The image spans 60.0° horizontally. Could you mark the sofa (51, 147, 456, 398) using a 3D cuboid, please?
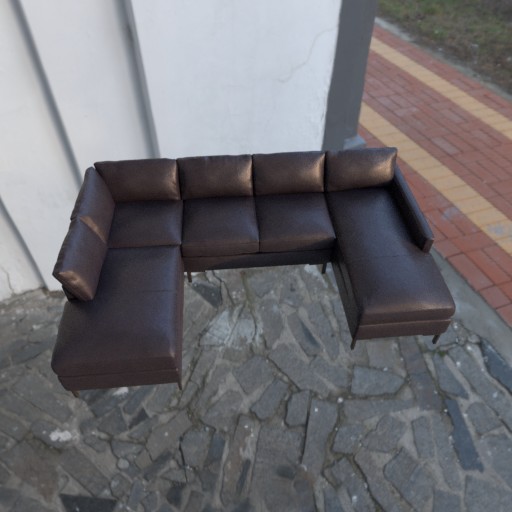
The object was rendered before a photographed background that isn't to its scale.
[{"bbox_3d":[0.000,0.000,3.746,2.956,0.900,1.939,-4,47,-3],"label":"sofa"}]
